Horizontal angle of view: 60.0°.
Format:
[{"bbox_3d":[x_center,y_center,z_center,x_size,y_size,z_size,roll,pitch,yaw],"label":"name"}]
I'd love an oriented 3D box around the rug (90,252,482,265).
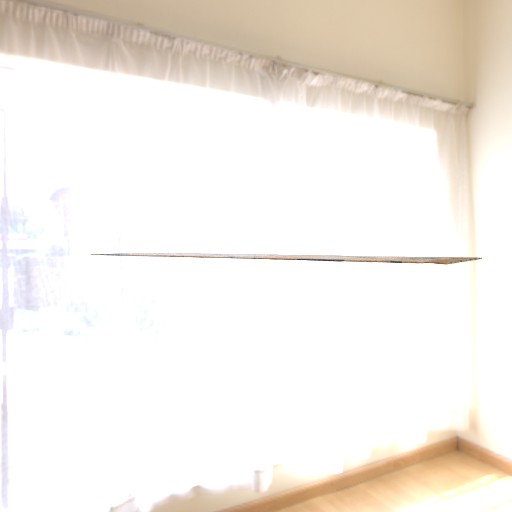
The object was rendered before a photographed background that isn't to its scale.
[{"bbox_3d":[0.000,0.000,2.769,2.437,0.010,0.783,1,2,36],"label":"rug"}]
